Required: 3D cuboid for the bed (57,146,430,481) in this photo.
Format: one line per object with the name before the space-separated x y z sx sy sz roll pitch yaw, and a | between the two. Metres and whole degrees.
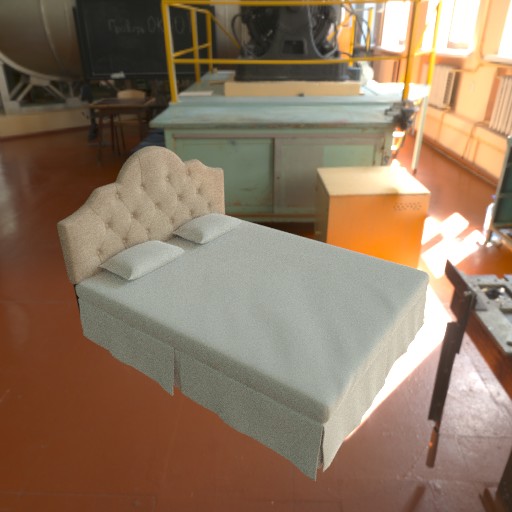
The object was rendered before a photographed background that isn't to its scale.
bed | 0.000 0.000 2.952 1.970 1.194 1.667 18 32 31
